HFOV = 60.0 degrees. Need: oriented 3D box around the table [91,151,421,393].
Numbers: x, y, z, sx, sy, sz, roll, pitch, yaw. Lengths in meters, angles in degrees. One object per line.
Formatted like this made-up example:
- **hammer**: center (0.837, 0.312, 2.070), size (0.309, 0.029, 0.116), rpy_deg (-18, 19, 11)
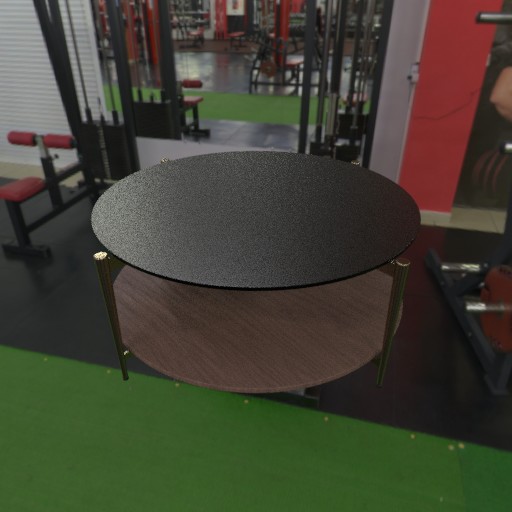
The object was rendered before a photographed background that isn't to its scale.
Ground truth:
- **table**: center (0.000, 0.000, 1.424), size (0.938, 0.400, 0.938), rpy_deg (9, 32, 15)
